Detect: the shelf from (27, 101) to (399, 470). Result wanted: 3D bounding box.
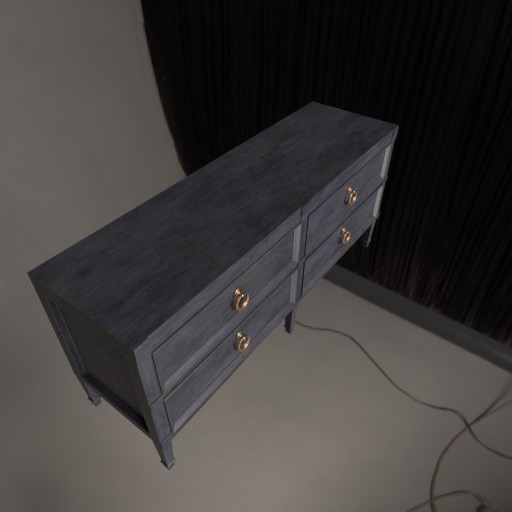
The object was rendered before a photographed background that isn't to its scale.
[{"bbox_3d":[0.000,0.000,1.890,0.479,0.719,1.575,27,48,27],"label":"shelf"}]
